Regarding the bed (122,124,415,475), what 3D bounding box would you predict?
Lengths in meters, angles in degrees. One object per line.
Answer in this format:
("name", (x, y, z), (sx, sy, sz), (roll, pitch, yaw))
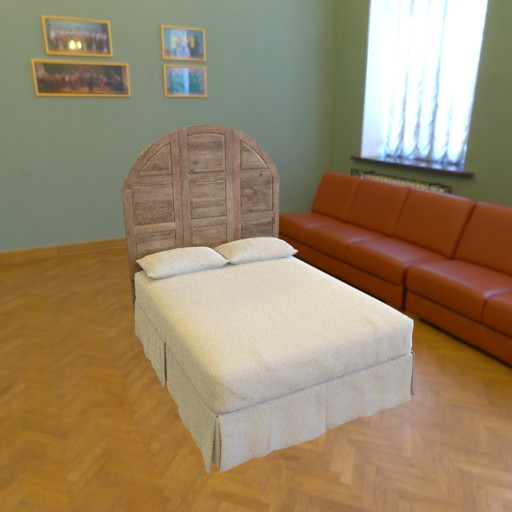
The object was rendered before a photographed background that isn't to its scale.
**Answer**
("bed", (0.000, 0.000, 3.602), (1.713, 2.002, 2.112), (-9, 20, -26))
